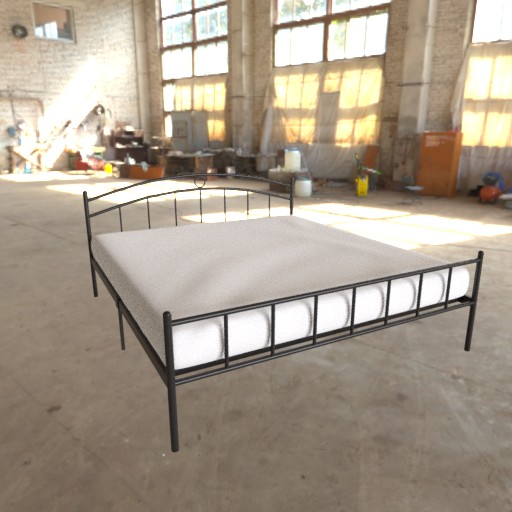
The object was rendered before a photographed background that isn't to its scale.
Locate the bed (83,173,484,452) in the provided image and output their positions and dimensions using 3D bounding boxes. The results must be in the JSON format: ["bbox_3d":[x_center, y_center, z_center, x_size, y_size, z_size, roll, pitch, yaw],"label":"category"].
[{"bbox_3d":[0.000,0.000,3.008,1.880,0.940,2.040,-8,18,-27],"label":"bed"}]
